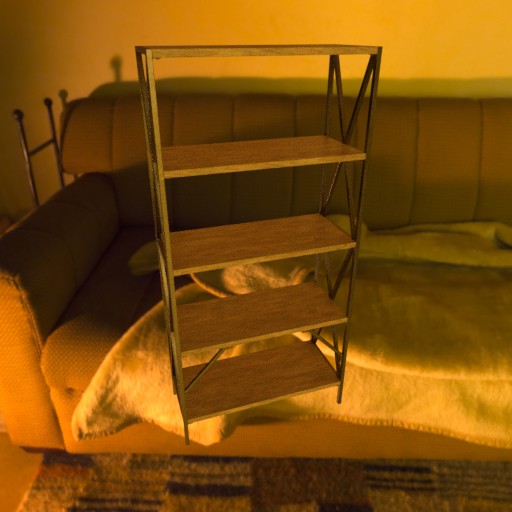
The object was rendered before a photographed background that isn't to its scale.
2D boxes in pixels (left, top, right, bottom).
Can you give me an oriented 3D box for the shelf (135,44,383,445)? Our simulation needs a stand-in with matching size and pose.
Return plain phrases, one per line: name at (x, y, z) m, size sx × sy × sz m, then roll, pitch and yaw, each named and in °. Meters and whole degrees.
shelf at (0.000, 0.000, 2.108) m, size 0.874 × 1.803 × 0.386 m, roll -9°, pitch 28°, yaw -17°
